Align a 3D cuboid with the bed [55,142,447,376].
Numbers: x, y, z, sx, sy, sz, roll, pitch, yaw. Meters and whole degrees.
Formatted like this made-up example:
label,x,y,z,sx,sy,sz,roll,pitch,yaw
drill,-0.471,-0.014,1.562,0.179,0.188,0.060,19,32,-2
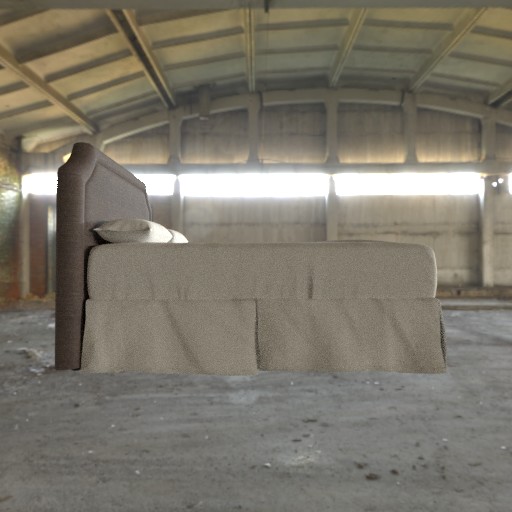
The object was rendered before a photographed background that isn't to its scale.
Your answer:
label,x,y,z,sx,sy,sz,roll,pitch,yaw
bed,0.000,0.000,3.153,2.116,1.290,1.693,0,-1,0
